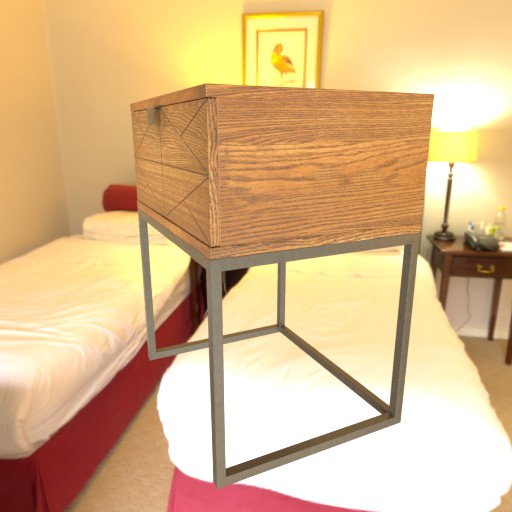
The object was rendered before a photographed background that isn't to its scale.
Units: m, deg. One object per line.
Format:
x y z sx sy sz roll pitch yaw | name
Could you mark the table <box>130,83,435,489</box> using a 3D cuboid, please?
0.000 0.000 0.914 0.400 0.610 0.482 -8 17 -25 | table
